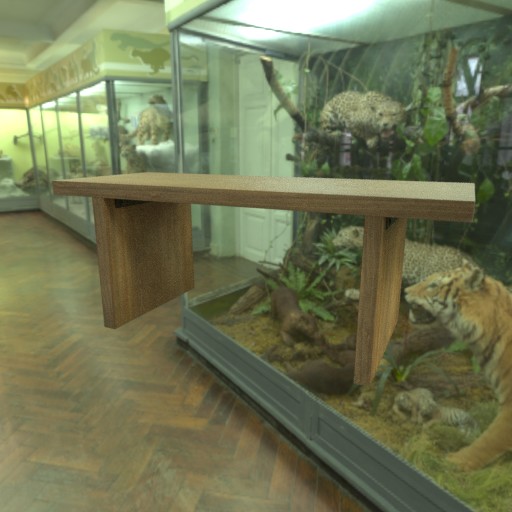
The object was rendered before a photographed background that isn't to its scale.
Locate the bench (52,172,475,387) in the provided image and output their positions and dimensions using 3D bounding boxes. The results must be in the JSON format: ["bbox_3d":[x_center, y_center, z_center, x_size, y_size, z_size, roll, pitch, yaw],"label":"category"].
[{"bbox_3d":[0.000,0.000,1.385,1.183,0.458,0.458,7,16,25],"label":"bench"}]
